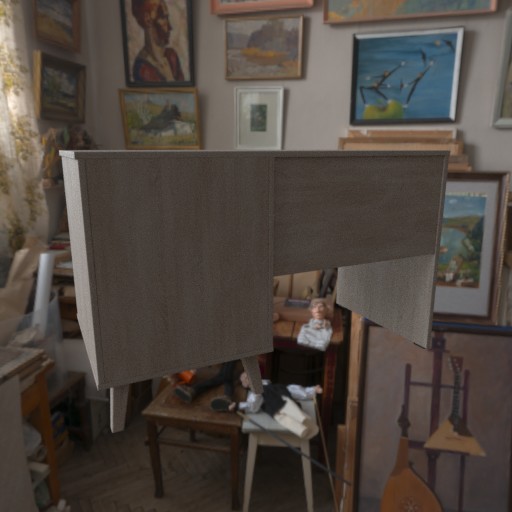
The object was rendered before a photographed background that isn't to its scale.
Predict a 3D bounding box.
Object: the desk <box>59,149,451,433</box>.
[{"bbox_3d":[0.000,0.000,1.661,1.251,0.770,0.600,-7,15,-26],"label":"desk"}]
